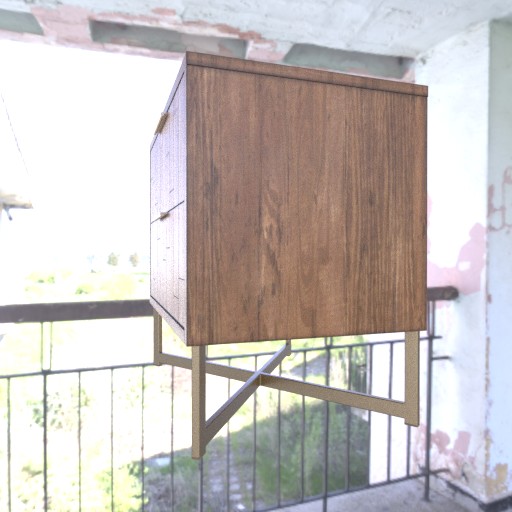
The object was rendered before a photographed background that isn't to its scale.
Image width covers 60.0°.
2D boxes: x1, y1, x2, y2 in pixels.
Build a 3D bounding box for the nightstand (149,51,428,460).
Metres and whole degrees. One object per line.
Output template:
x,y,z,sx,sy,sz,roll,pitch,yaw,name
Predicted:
0.000,0.000,1.010,0.446,0.610,0.610,0,0,-18,nightstand
